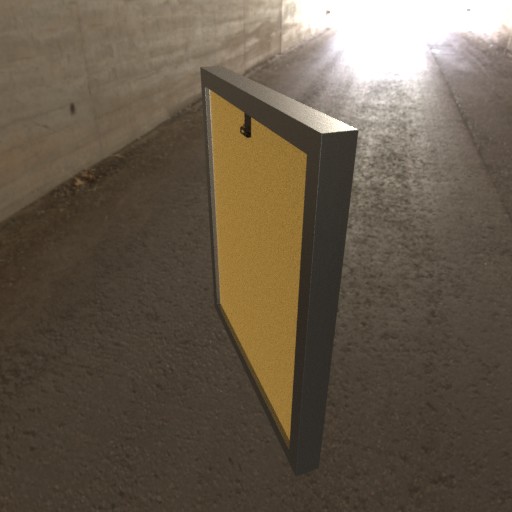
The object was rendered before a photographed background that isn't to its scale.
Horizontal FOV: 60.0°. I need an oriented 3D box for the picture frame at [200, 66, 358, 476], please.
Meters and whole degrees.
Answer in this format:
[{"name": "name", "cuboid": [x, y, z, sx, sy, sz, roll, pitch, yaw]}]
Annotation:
[{"name": "picture frame", "cuboid": [0.000, 0.000, 1.352, 0.073, 0.968, 0.839, -11, 32, -17]}]
